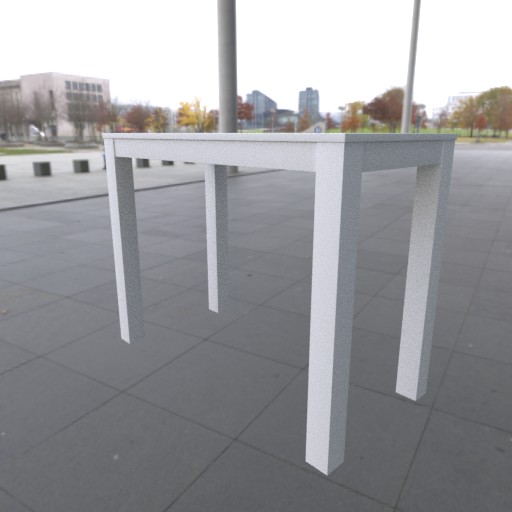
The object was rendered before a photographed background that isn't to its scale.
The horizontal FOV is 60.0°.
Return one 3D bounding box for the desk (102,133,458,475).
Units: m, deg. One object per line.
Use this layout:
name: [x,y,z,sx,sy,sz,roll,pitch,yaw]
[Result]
desk: [0.000,0.000,1.428,0.497,0.762,0.990,-14,21,-42]
